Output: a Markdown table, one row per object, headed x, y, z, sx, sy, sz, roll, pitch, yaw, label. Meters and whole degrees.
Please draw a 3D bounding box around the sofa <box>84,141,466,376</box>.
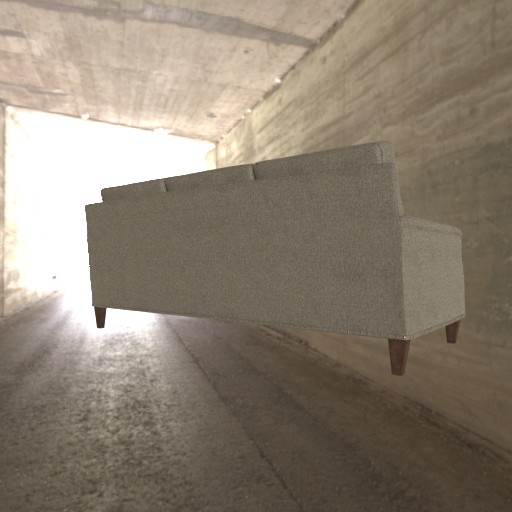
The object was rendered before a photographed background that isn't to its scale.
| x | y | z | sx | sy | sz | roll | pitch | yaw | label |
| --- | --- | --- | --- | --- | --- | --- | --- | --- | --- |
| 0.000 | 0.000 | 2.800 | 2.246 | 1.003 | 1.084 | 0 | -1 | 37 | sofa |
